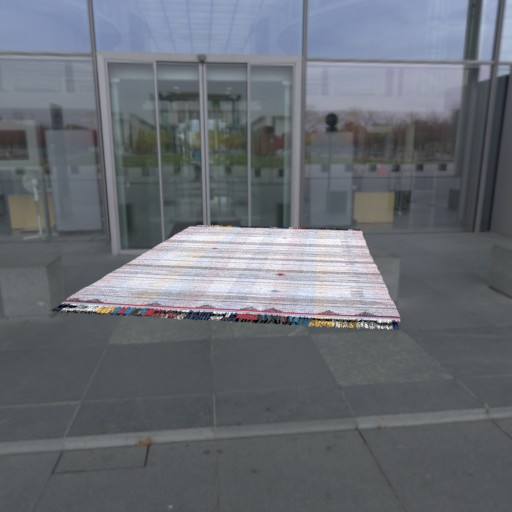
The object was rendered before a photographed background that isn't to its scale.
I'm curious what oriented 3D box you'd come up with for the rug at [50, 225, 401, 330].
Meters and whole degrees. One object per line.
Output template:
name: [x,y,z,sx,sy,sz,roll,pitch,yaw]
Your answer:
rug: [0.000,0.000,2.321,1.217,0.012,1.848,2,14,8]
